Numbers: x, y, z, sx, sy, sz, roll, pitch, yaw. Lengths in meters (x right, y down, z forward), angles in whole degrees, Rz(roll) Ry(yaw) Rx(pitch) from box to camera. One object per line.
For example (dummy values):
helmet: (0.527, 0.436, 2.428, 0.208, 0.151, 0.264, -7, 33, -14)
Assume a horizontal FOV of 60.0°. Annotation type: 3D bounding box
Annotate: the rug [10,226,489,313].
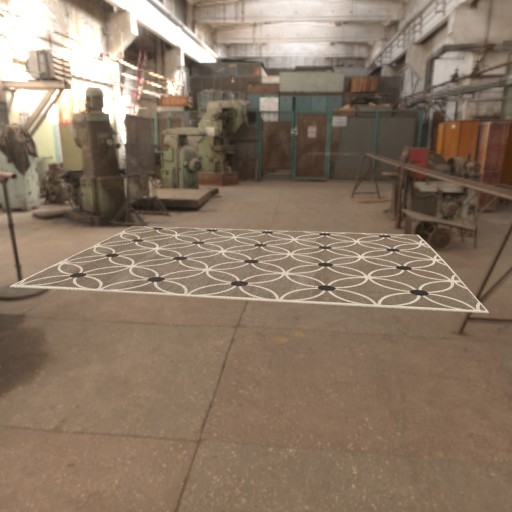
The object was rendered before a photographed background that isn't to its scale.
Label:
rug: (0.000, 0.000, 2.792, 2.284, 0.008, 1.522, 2, 16, 8)
